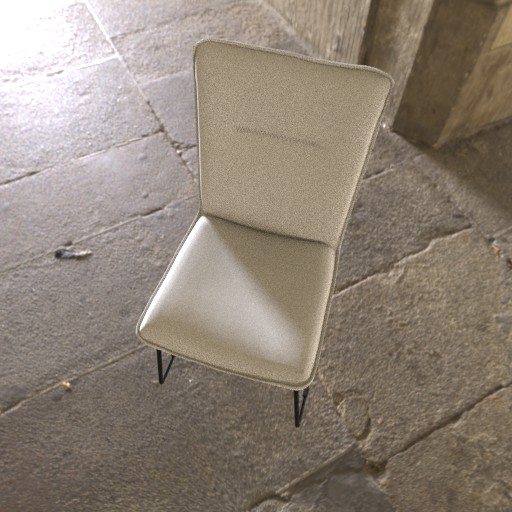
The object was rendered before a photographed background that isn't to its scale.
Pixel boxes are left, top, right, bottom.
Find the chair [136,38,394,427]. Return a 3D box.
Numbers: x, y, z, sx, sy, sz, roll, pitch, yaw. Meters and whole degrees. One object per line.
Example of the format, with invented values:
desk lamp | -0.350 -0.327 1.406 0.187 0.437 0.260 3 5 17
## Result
chair | 0.000 0.000 1.321 0.515 0.930 0.688 14 59 9
